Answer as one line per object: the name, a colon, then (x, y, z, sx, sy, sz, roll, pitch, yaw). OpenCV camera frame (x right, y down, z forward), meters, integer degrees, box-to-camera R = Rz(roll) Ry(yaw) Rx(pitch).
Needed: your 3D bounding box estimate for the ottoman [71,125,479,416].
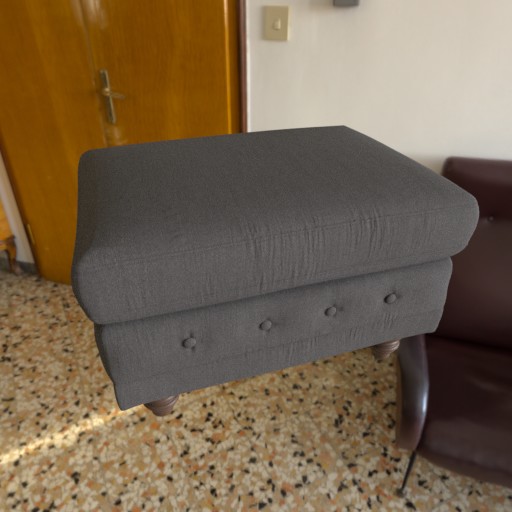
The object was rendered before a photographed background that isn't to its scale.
ottoman: (0.000, 0.000, 1.087, 0.771, 0.500, 0.569, -10, 33, -16)
